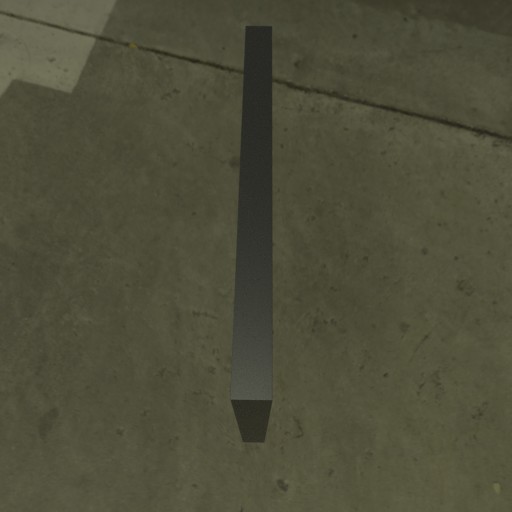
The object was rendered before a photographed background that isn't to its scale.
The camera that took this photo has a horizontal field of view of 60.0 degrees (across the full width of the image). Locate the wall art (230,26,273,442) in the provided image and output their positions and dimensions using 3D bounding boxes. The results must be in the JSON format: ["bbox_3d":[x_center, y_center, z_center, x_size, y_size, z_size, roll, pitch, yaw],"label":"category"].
[{"bbox_3d":[0.000,0.000,0.523,0.028,0.321,0.381,1,63,0],"label":"wall art"}]
